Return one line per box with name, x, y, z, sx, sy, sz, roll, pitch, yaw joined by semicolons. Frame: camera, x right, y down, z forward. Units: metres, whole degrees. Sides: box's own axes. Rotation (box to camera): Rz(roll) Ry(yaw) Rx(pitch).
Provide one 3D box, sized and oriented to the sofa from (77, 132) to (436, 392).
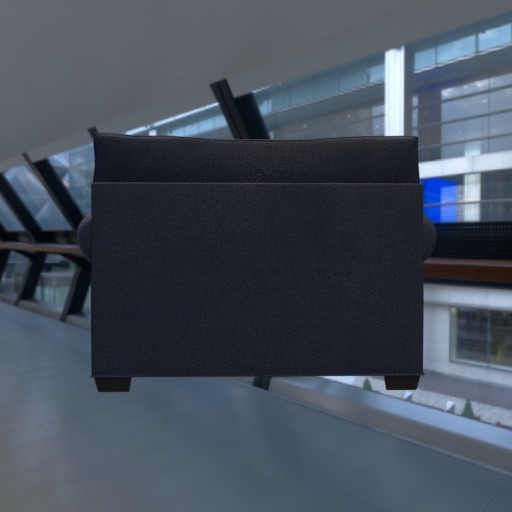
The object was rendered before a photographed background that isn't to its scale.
sofa;0.000;0.000;2.101;1.405;1.004;0.938;0;1;-1
